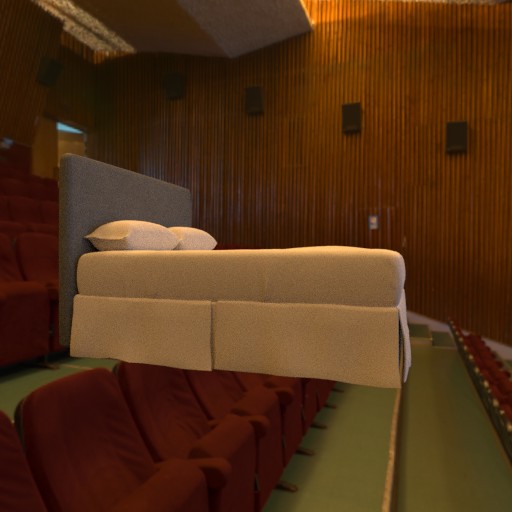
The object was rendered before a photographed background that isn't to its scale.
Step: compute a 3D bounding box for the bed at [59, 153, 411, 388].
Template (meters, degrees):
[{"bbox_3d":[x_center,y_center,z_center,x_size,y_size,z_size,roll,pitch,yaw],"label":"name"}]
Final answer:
[{"bbox_3d":[0.000,0.000,3.253,2.142,1.330,1.713,0,0,19],"label":"bed"}]
